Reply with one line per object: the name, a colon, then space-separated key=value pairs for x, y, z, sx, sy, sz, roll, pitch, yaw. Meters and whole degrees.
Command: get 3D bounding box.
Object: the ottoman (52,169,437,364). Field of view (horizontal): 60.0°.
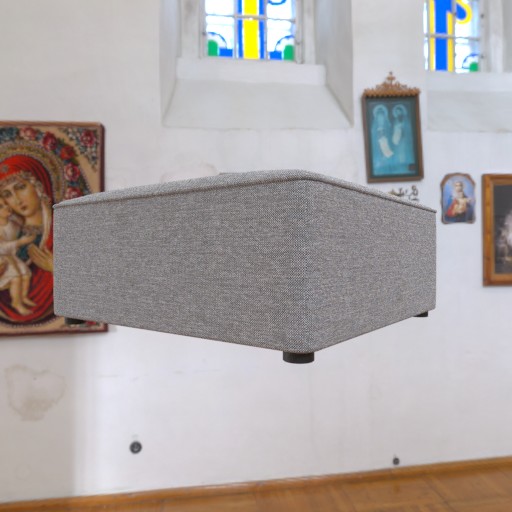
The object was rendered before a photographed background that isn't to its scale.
ottoman: x=0.000 y=0.000 z=1.589 sx=1.005 sy=0.455 sz=1.005 roll=0 pitch=0 yaw=37
